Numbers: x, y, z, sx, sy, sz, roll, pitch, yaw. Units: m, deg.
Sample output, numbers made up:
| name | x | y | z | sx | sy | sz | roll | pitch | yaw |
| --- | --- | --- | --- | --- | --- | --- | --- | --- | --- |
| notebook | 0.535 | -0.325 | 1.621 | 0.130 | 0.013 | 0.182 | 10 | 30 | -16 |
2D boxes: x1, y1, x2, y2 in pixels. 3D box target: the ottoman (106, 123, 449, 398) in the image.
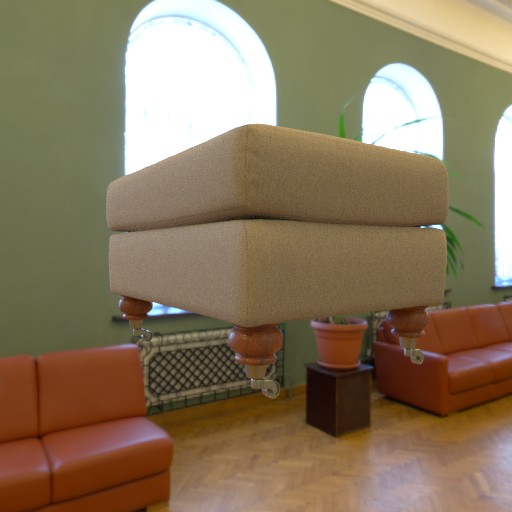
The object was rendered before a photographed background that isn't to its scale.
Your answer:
| name | x | y | z | sx | sy | sz | roll | pitch | yaw |
| --- | --- | --- | --- | --- | --- | --- | --- | --- | --- |
| ottoman | 0.000 | 0.000 | 1.143 | 0.574 | 0.497 | 0.773 | 0 | 1 | -35 |
